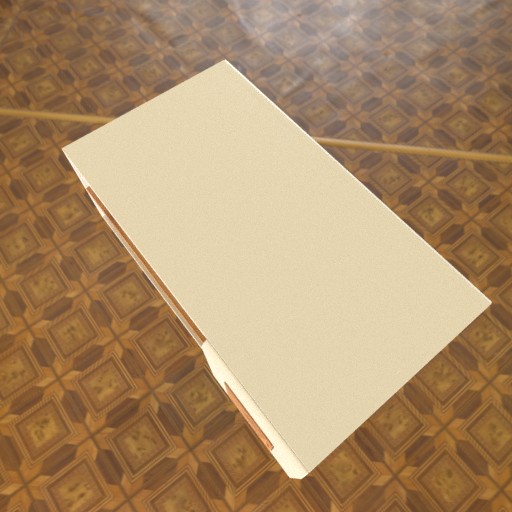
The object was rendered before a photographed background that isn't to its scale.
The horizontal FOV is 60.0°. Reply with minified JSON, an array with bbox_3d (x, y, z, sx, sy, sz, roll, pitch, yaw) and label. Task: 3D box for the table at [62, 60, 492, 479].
[{"bbox_3d":[0.000,0.000,1.394,0.639,0.442,1.097,-36,69,-16],"label":"table"}]
